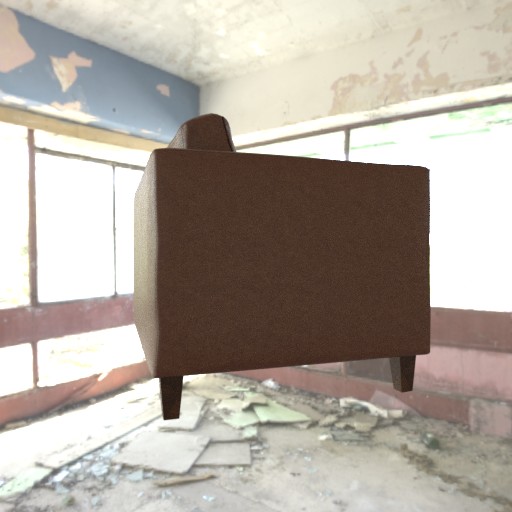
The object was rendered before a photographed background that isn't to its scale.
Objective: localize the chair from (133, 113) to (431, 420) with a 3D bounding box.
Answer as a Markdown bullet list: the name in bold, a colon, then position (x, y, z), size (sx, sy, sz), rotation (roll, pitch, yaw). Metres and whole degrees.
- **chair**: position (0.000, 0.000, 1.856), size (0.959, 0.917, 1.107), rotation (0, 1, -18)
